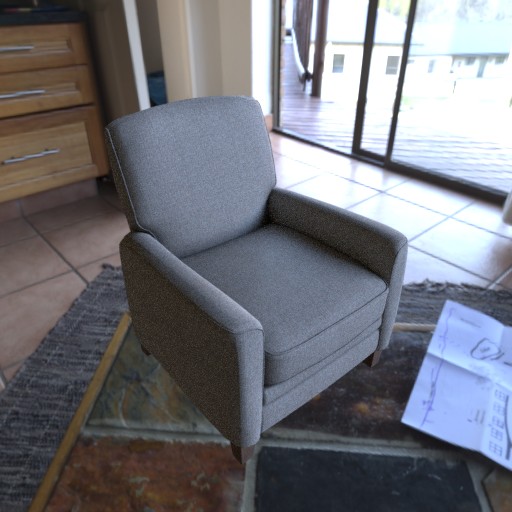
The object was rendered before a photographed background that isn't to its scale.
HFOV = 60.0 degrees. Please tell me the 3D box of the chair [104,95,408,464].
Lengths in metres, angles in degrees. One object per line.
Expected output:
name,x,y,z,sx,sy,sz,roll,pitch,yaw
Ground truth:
chair,0.000,0.000,1.676,0.848,1.014,0.864,-24,39,-33
